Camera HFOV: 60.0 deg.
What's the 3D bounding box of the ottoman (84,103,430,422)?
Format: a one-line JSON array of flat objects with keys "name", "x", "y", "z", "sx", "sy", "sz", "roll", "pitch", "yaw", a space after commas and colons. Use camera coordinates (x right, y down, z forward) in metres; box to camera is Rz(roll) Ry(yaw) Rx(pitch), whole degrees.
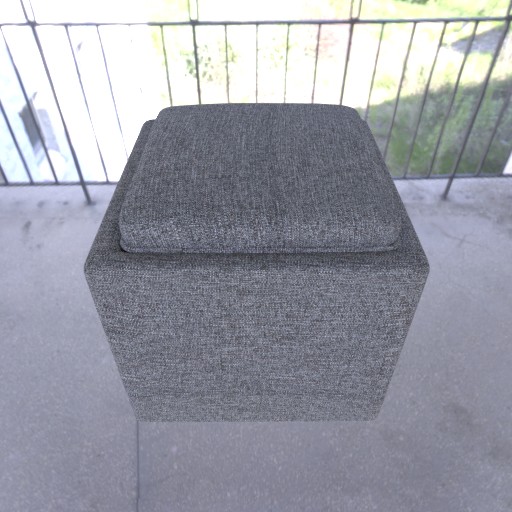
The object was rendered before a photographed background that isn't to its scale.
[{"name": "ottoman", "x": 0.000, "y": 0.000, "z": 0.838, "sx": 0.450, "sy": 0.460, "sz": 0.450, "roll": 0, "pitch": 42, "yaw": 0}]
